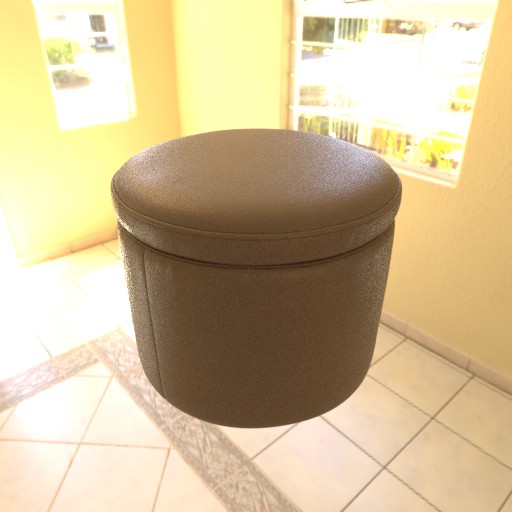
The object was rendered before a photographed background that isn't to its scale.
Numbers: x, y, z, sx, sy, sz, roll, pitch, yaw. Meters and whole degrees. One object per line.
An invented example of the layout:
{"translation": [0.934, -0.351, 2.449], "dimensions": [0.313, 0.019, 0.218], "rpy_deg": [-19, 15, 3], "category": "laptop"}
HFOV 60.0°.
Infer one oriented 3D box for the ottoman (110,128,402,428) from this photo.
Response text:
{"translation": [0.000, 0.000, 0.865], "dimensions": [0.500, 0.409, 0.500], "rpy_deg": [0, 30, 0], "category": "ottoman"}
